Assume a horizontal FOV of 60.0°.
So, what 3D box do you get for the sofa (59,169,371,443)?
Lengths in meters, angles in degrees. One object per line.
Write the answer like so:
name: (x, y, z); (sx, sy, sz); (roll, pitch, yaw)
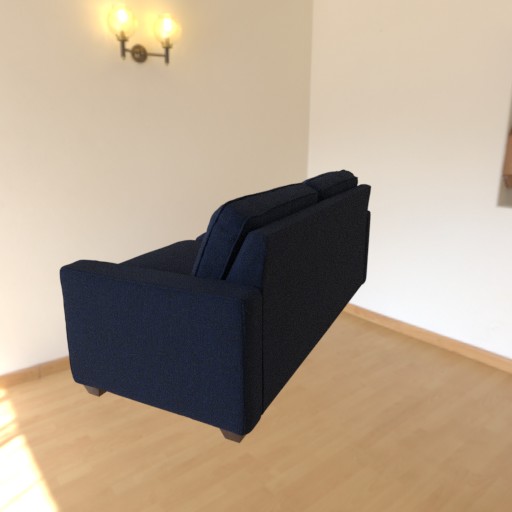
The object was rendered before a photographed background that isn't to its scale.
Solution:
sofa: (0.000, 0.000, 2.618); (0.940, 0.919, 2.080); (7, 17, 25)
